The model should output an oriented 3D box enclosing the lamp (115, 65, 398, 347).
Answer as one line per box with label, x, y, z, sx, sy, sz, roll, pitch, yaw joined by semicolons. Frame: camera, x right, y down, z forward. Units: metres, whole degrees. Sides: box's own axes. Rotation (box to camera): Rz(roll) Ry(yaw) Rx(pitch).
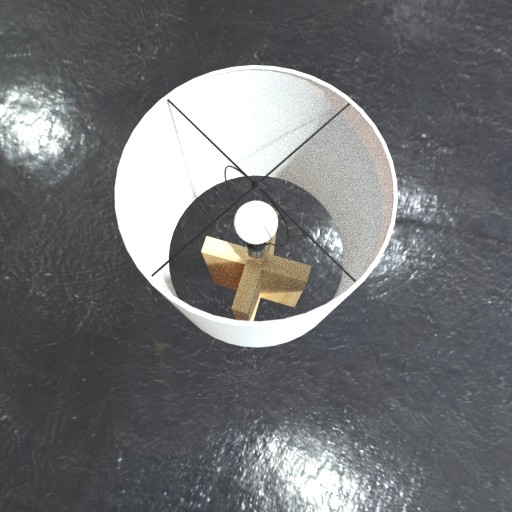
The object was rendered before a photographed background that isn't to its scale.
lamp;0.000;0.000;0.563;0.229;0.428;0.229;16;75;4
